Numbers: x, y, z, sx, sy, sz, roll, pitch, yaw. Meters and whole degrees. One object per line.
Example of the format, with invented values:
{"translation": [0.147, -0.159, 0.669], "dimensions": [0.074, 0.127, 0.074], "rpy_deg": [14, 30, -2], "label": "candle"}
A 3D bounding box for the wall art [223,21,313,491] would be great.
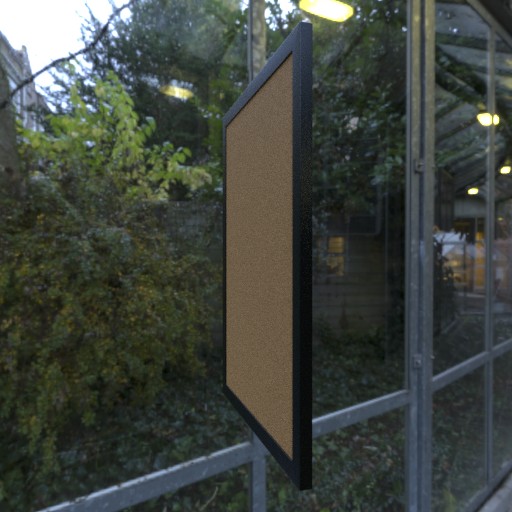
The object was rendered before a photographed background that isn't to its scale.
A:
{"translation": [0.000, 0.000, 0.841], "dimensions": [0.019, 0.656, 0.462], "rpy_deg": [0, 0, -18], "label": "wall art"}
